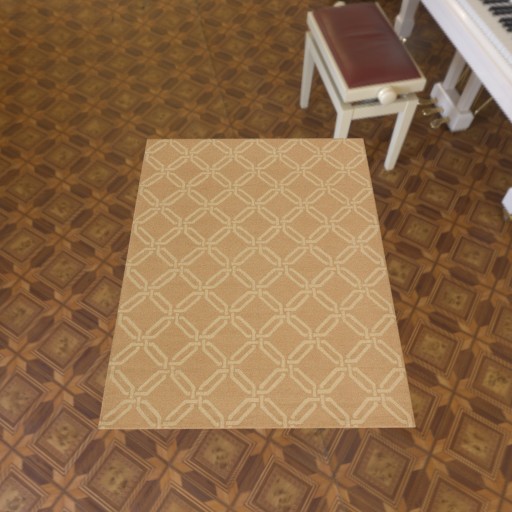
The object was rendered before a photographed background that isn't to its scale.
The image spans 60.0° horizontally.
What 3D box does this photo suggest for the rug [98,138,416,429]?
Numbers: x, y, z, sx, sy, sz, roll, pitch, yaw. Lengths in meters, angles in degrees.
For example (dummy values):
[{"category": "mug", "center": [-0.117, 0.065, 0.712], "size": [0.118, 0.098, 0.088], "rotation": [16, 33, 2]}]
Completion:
[{"category": "rug", "center": [0.000, 0.000, 3.935], "size": [2.288, 0.018, 2.895], "rotation": [0, 59, 0]}]
